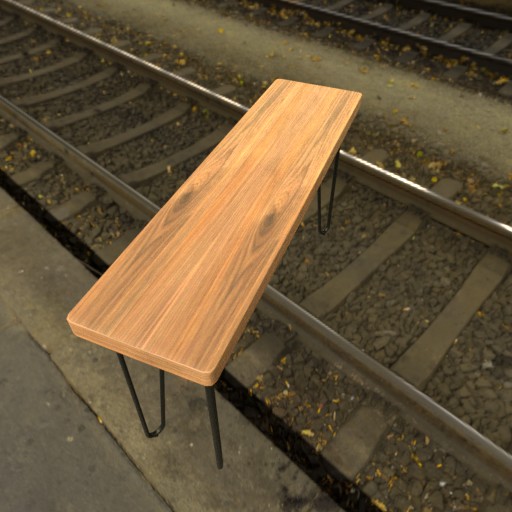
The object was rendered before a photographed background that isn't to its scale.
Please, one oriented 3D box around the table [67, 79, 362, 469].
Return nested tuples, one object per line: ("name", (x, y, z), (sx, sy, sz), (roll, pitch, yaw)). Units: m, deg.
("table", (0.000, 0.000, 1.882), (0.425, 0.834, 1.570), (16, 47, 16))
